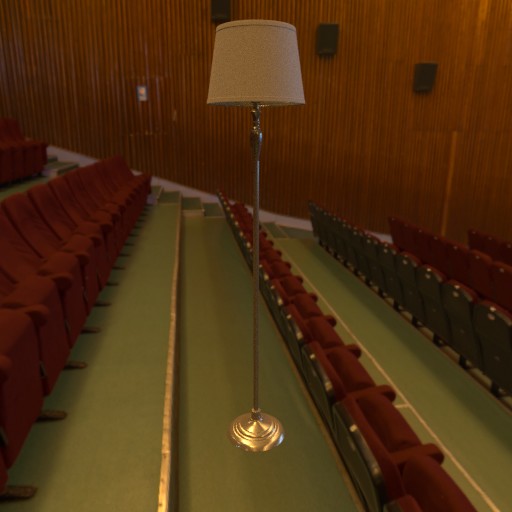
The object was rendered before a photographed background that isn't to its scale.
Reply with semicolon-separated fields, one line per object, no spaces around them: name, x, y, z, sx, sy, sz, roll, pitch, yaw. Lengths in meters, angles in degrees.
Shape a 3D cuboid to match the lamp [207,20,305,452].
lamp;0.000;0.000;1.621;0.327;1.506;0.327;-3;16;-9
